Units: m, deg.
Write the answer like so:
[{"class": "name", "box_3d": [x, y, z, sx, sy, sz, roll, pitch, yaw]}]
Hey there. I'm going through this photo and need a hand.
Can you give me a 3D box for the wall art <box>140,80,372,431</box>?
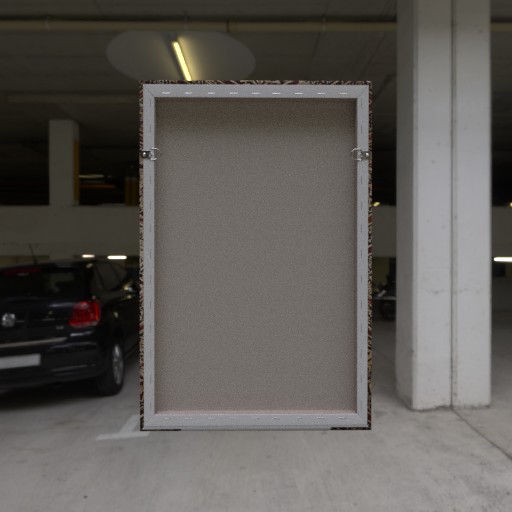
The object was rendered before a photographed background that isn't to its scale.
[{"class": "wall art", "box_3d": [0.000, 0.000, 1.156, 0.599, 0.904, 0.030, 0, 0, -1]}]
